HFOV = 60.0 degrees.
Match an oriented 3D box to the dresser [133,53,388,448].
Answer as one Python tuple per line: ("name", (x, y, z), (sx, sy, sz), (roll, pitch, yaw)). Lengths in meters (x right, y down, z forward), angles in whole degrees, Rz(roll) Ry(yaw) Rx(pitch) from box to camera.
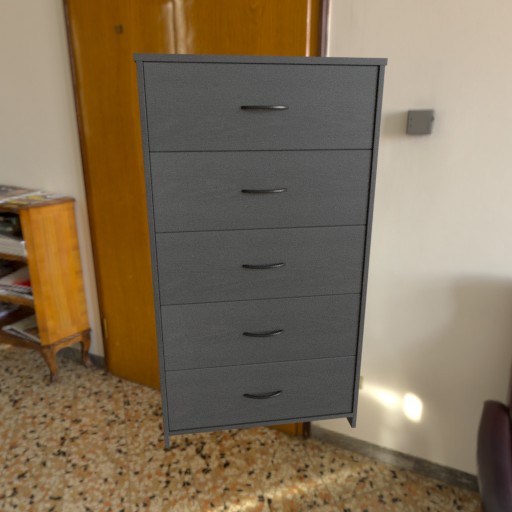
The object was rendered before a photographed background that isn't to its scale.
("dresser", (0.000, 0.000, 1.563), (0.704, 1.255, 0.399), (-3, 18, -8))
